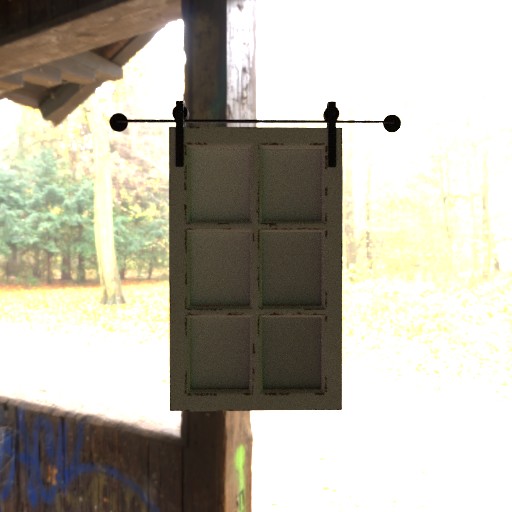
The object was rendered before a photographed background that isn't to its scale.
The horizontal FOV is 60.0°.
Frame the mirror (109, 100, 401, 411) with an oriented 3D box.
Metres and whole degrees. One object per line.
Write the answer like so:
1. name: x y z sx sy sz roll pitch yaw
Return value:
1. mirror: 0.000 0.000 1.212 0.808 0.844 0.037 0 1 -1
